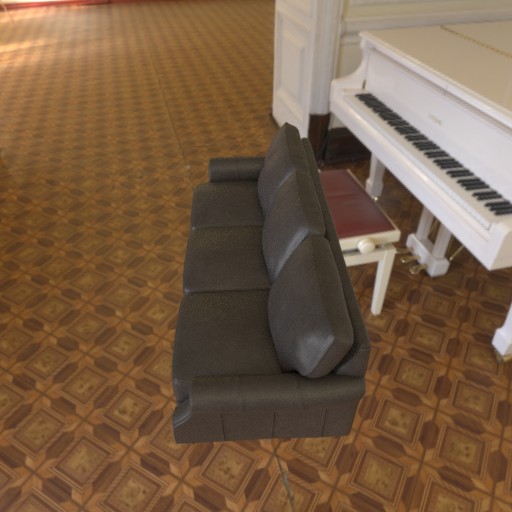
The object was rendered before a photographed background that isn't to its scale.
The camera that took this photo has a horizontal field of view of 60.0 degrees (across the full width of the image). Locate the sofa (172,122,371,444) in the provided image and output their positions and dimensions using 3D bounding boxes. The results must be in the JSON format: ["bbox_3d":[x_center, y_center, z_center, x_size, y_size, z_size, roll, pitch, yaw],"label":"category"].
[{"bbox_3d":[0.000,0.000,2.986,0.974,0.977,2.387,-2,40,-2],"label":"sofa"}]
